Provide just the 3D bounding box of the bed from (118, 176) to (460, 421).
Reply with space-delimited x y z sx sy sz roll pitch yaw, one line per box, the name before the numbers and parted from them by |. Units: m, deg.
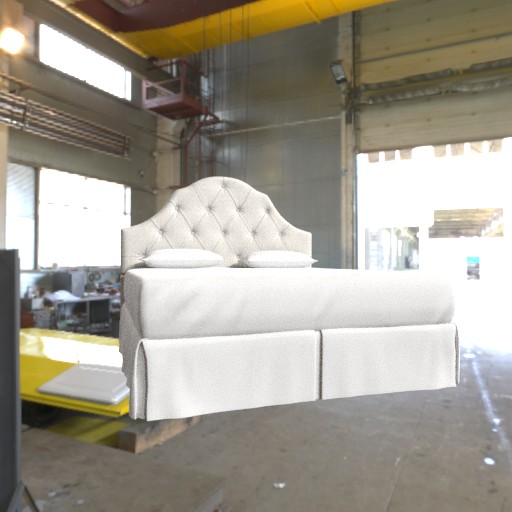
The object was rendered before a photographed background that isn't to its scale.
bed | 0.000 0.000 3.437 2.008 1.615 2.214 0 -1 -18
